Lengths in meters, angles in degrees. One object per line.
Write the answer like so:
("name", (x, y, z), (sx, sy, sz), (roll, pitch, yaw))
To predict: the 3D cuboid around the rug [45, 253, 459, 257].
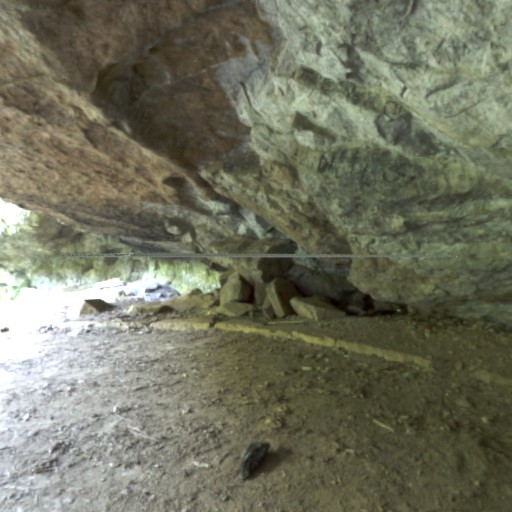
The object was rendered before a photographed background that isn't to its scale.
("rug", (0.000, 0.000, 3.104), (2.486, 0.013, 1.548), (0, 0, -34))
